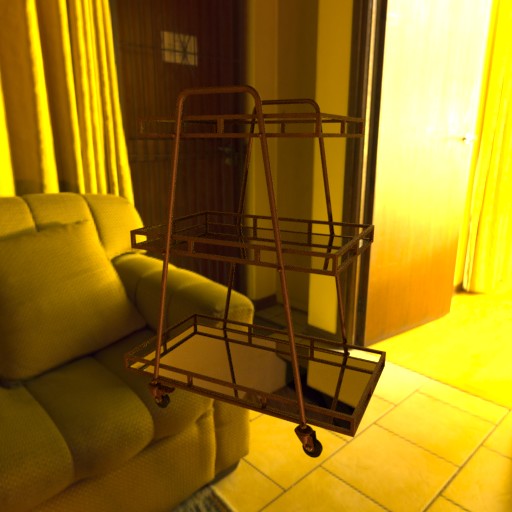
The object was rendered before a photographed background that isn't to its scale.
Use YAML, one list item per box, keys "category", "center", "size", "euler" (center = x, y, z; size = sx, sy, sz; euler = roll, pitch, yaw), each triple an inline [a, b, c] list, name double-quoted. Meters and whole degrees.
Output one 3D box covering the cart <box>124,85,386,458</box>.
- category: "cart"
  center: [0.000, 0.000, 1.281]
  size: [0.711, 0.883, 0.441]
  euler: [7, 17, 26]
